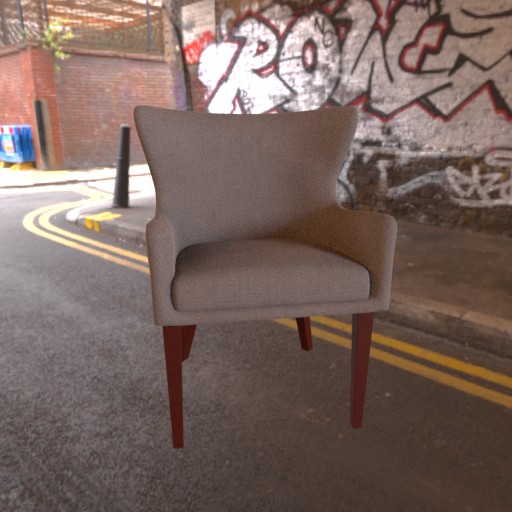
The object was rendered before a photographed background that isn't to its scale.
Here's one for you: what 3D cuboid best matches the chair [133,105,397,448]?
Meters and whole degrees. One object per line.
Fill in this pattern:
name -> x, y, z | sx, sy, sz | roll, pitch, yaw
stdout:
chair -> 0.000, 0.000, 1.447 | 0.732, 0.948, 0.677 | -3, 16, -9
